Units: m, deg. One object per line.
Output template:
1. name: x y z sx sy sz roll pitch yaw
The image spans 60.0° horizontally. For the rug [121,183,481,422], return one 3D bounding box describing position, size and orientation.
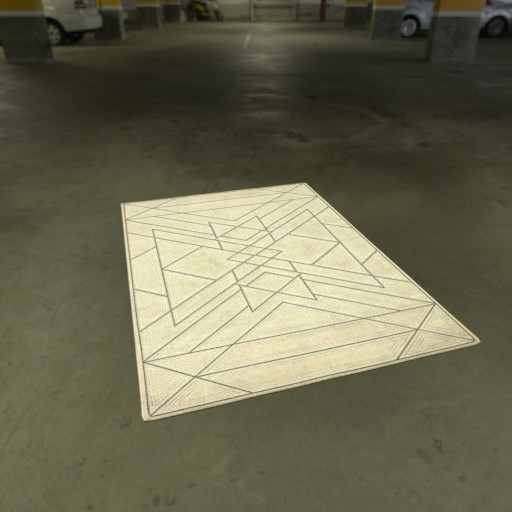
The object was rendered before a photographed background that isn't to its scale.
1. rug: 0.000 0.000 4.326 2.436 0.026 3.381 -9 31 -15
